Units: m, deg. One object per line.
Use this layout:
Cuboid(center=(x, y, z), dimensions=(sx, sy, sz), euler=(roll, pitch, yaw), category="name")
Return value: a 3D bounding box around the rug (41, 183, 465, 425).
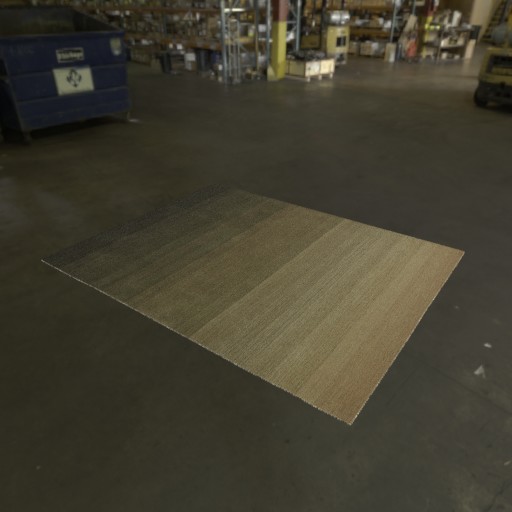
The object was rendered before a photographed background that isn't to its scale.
Cuboid(center=(0.000, 0.000, 3.892), dimensions=(2.932, 0.015, 2.315), euler=(20, 35, 31), category="rug")
